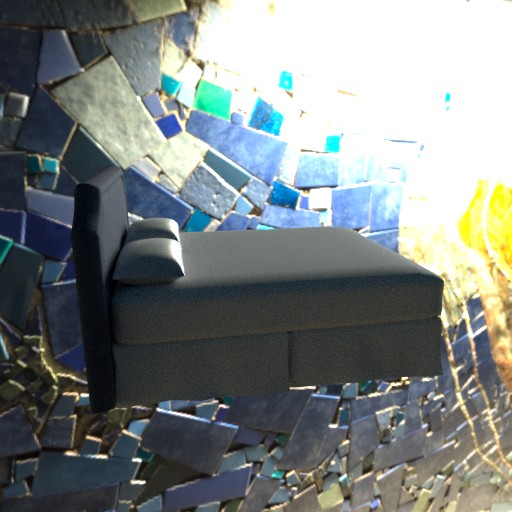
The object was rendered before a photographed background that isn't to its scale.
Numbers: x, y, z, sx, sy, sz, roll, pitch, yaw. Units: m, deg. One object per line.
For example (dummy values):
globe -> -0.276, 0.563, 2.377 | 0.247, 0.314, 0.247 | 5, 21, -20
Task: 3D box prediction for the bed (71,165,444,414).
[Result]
bed -> 0.000, 0.000, 3.378 | 2.260, 1.297, 1.831 | -3, 16, -11
